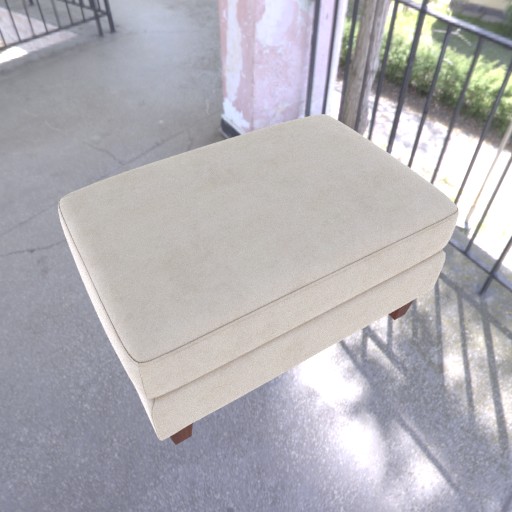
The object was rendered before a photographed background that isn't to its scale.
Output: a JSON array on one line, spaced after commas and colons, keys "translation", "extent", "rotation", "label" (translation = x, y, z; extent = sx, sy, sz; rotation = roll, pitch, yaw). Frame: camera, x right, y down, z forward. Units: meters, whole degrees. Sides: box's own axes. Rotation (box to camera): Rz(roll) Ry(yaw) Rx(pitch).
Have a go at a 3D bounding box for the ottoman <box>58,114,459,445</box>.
[{"translation": [0.000, 0.000, 1.212], "extent": [0.864, 0.483, 0.584], "rotation": [-23, 50, -21], "label": "ottoman"}]
